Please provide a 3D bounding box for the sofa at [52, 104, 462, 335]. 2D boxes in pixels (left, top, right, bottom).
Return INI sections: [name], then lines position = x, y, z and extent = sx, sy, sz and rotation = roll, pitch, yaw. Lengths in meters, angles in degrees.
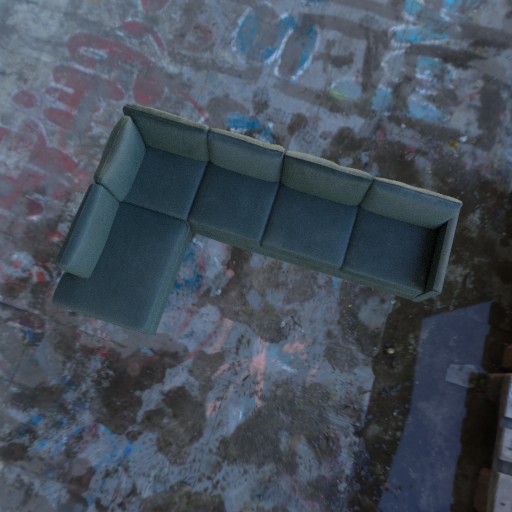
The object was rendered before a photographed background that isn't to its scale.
[sofa]
position = 0.000, 0.000, 4.262
extent = 3.384, 0.996, 2.048
rotation = 17, 77, 4
